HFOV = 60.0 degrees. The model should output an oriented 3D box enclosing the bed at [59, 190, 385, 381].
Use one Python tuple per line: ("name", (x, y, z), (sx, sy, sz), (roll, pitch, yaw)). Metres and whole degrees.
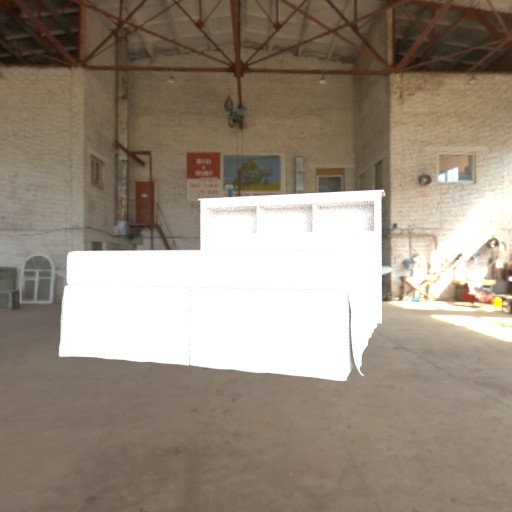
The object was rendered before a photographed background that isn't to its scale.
("bed", (0.000, 0.000, 3.135), (1.671, 1.092, 2.133), (0, -1, 19))
